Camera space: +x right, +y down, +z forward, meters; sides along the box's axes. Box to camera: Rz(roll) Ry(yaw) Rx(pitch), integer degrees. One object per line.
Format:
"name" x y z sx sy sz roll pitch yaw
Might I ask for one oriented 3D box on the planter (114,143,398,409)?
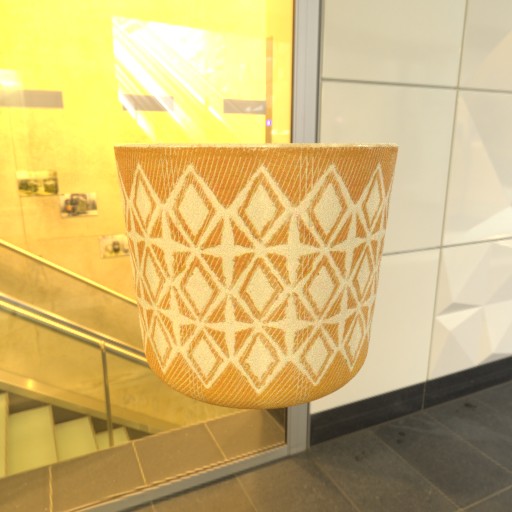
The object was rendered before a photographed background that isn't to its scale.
"planter" 0.000 0.000 0.334 0.193 0.165 0.193 0 14 0
